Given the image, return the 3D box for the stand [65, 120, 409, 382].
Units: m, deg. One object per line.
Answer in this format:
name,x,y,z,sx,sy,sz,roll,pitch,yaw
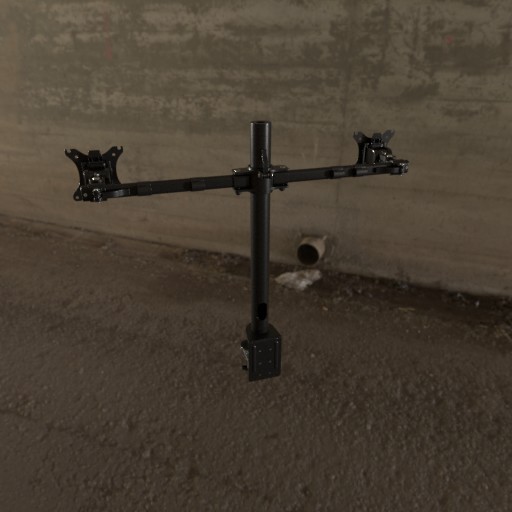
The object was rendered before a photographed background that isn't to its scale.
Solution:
stand,0.000,0.000,1.014,0.743,0.603,0.150,-8,27,-15
